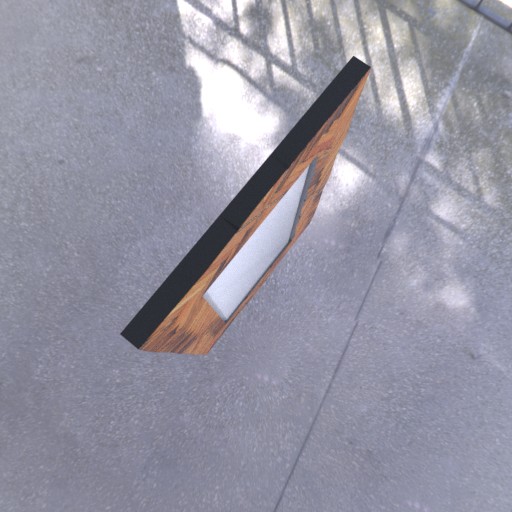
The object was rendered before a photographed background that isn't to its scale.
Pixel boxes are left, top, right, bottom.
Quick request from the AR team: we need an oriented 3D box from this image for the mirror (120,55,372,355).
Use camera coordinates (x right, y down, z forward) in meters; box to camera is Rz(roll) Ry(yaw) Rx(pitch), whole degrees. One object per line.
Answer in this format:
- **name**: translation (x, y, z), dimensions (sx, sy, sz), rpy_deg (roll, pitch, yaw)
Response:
- **mirror**: translation (0.000, 0.000, 1.158), dimensions (0.044, 0.912, 0.606), rpy_deg (37, 80, 8)
